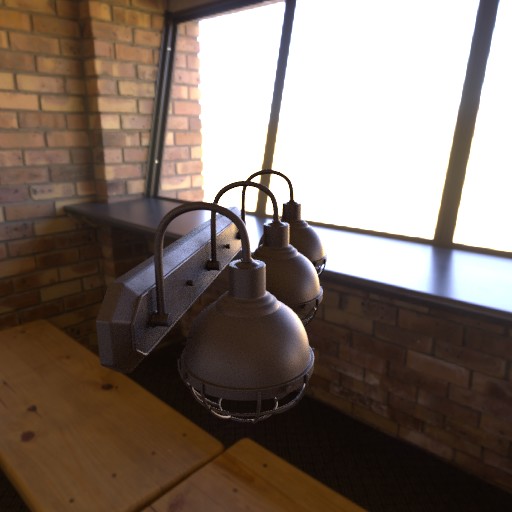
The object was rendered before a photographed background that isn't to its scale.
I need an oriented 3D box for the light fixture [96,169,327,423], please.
[{"bbox_3d":[0.000,0.000,0.753,0.229,0.254,0.634,3,16,10],"label":"light fixture"}]
